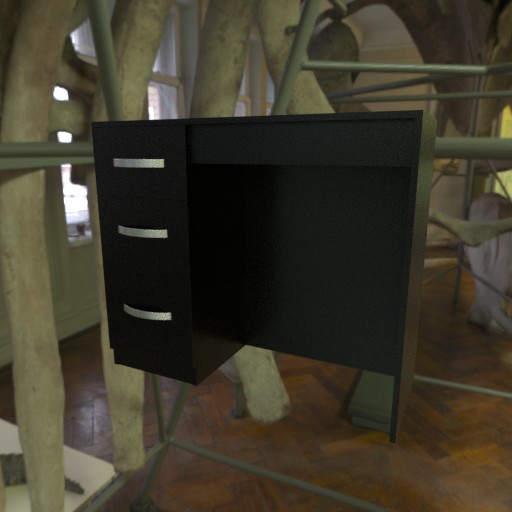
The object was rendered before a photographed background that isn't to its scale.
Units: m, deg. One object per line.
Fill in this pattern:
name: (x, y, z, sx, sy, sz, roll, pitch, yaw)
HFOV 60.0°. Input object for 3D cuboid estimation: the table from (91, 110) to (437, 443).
table: (0.000, 0.000, 1.350, 0.930, 0.790, 0.380, 7, 15, 25)
